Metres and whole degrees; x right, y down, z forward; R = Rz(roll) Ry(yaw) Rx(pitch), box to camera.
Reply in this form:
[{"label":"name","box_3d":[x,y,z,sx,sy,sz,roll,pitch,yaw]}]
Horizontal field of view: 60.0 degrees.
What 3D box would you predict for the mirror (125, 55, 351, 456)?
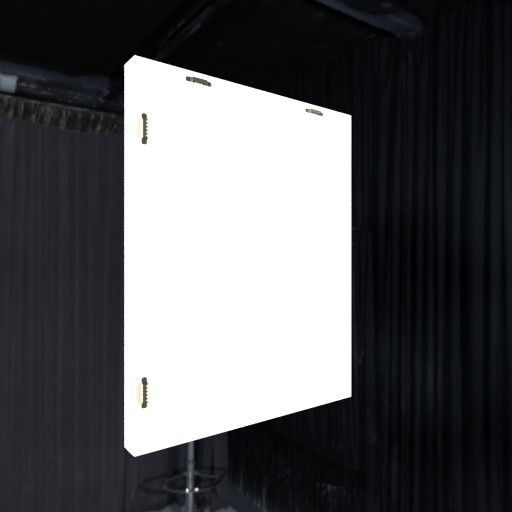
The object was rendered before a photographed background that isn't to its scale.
[{"label":"mirror","box_3d":[0.000,0.000,0.694,0.406,0.509,0.041,0,0,-36]}]
